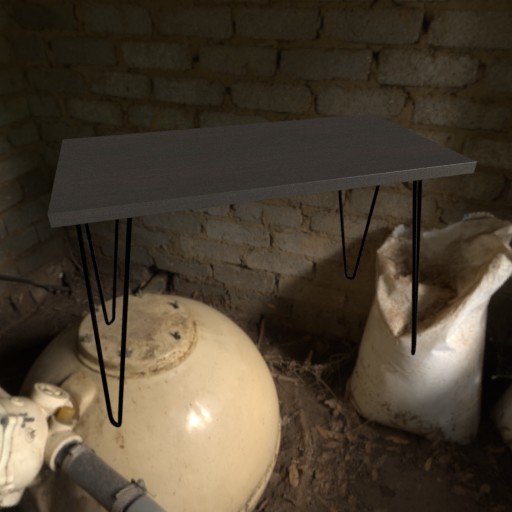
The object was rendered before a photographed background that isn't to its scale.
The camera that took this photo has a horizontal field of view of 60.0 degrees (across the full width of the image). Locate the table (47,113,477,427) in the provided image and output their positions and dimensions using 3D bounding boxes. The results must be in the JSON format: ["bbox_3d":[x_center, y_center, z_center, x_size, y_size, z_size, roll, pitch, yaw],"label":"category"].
[{"bbox_3d":[0.000,0.000,1.348,0.991,0.660,0.499,-9,33,-15],"label":"table"}]
